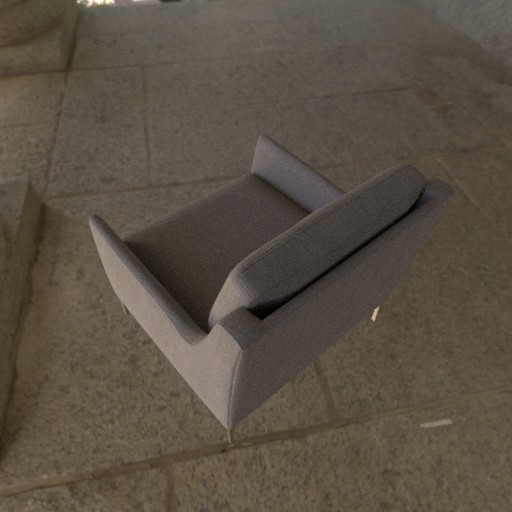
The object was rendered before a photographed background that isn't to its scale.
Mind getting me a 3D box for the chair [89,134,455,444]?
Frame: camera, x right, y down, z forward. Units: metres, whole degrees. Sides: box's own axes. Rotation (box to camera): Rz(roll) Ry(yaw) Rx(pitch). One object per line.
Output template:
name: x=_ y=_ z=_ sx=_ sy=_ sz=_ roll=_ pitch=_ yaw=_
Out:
chair: x=0.000 y=0.000 z=1.574 sx=0.847 sy=0.828 sz=0.849 roll=-32 pitch=55 yaw=-26
